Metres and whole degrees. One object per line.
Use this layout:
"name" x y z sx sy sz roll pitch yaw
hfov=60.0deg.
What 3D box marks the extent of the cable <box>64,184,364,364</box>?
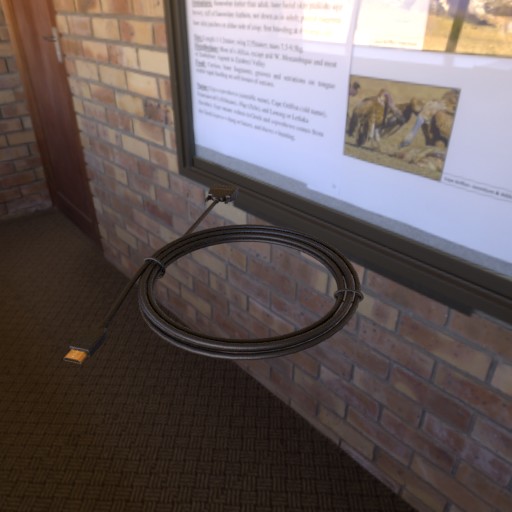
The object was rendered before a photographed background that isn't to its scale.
"cable" 0.000 0.000 0.526 0.257 0.030 0.422 8 31 13
